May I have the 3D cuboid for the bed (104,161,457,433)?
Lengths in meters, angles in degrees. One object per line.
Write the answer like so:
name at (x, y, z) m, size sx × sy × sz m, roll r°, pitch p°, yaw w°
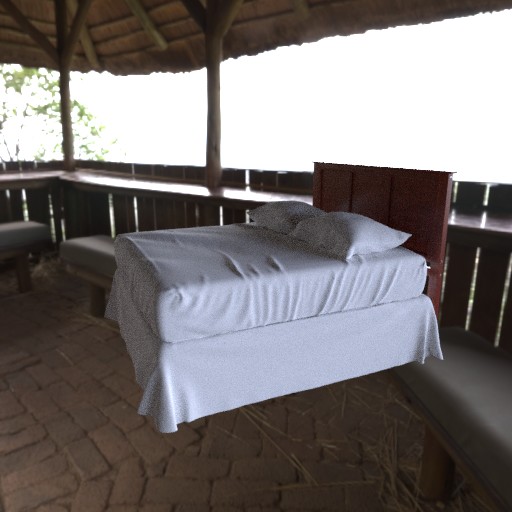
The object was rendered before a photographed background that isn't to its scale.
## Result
bed at (0.000, 0.000, 3.261) m, size 2.050 × 1.270 × 1.870 m, roll -7°, pitch 16°, yaw -24°
